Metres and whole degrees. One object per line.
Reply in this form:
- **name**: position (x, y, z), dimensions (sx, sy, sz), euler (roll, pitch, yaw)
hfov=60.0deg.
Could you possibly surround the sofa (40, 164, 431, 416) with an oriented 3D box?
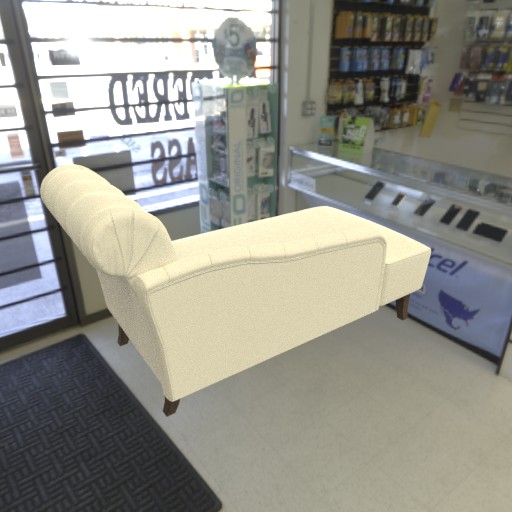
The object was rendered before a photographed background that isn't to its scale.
- **sofa**: position (0.000, 0.000, 1.774), dimensions (1.379, 0.787, 0.675), euler (-16, 30, -31)
